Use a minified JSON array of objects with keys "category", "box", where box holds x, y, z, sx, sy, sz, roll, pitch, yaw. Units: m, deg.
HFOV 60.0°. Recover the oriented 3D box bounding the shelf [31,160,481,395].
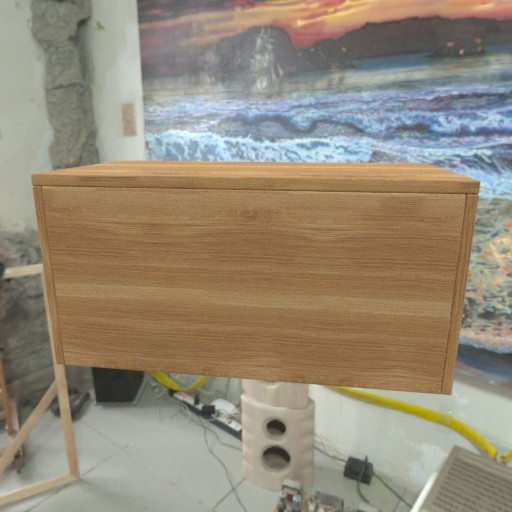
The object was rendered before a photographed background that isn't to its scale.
[{"category":"shelf","box":[0.000,0.000,1.022,0.800,0.400,0.400,2,16,8]}]
